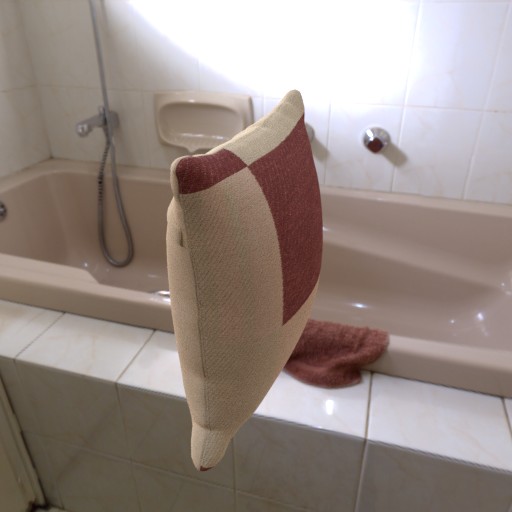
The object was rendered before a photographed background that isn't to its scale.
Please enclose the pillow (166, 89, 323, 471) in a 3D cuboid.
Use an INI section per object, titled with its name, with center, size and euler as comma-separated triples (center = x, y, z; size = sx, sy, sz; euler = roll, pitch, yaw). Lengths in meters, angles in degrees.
[pillow]
center = 0.000, 0.000, 0.797
size = 0.229, 0.506, 0.536
euler = 9, 30, 17
